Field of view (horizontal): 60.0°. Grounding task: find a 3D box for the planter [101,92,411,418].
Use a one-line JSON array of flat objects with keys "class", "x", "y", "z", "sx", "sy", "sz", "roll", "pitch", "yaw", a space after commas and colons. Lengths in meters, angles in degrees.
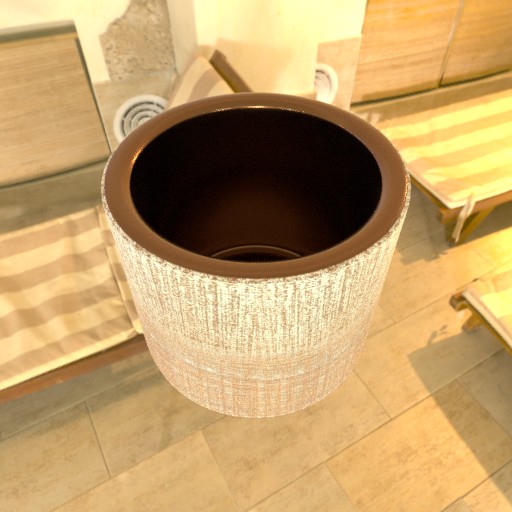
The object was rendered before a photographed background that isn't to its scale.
[{"class": "planter", "x": 0.000, "y": 0.000, "z": 0.191, "sx": 0.109, "sy": 0.096, "sz": 0.109, "roll": 0, "pitch": 48, "yaw": 0}]
